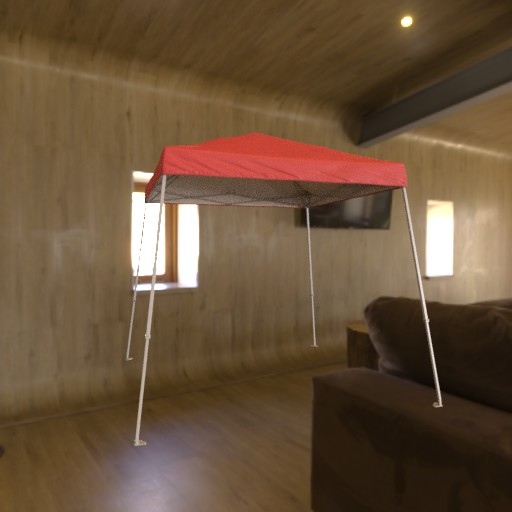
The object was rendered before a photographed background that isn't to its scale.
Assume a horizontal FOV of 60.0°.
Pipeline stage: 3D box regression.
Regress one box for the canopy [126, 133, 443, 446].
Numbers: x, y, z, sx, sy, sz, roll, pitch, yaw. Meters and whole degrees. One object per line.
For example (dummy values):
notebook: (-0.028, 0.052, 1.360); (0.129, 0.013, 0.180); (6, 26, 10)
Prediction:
canopy: (0.000, 0.000, 6.504); (3.600, 3.600, 3.599); (0, 1, -18)
